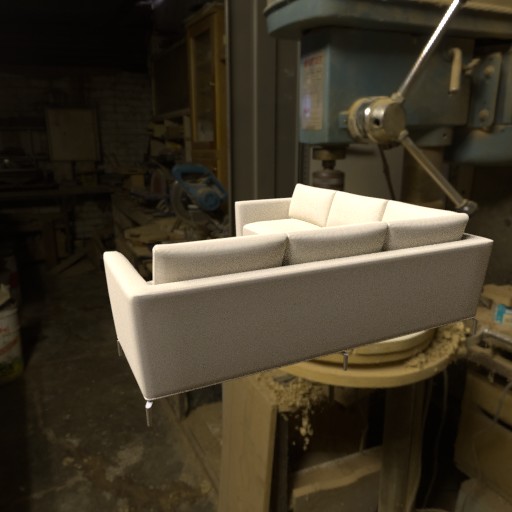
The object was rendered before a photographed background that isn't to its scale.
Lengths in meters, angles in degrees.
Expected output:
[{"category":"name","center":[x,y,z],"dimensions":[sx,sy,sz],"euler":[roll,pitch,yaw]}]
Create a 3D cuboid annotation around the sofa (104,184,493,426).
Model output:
[{"category":"sofa","center":[0.000,0.000,3.592],"dimensions":[2.448,0.867,2.430],"euler":[-7,17,-25]}]
